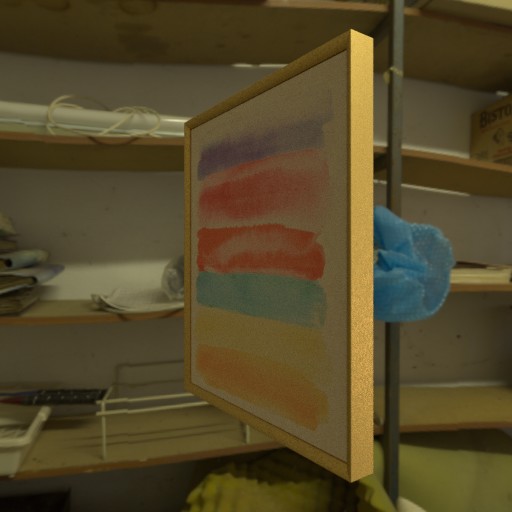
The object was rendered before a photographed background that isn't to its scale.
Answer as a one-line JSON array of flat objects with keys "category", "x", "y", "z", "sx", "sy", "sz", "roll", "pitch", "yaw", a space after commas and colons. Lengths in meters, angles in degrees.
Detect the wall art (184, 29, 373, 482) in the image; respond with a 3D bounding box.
[{"category": "wall art", "x": 0.000, "y": 0.000, "z": 0.860, "sx": 0.048, "sy": 0.642, "sz": 0.537, "roll": 0, "pitch": 0, "yaw": -35}]
